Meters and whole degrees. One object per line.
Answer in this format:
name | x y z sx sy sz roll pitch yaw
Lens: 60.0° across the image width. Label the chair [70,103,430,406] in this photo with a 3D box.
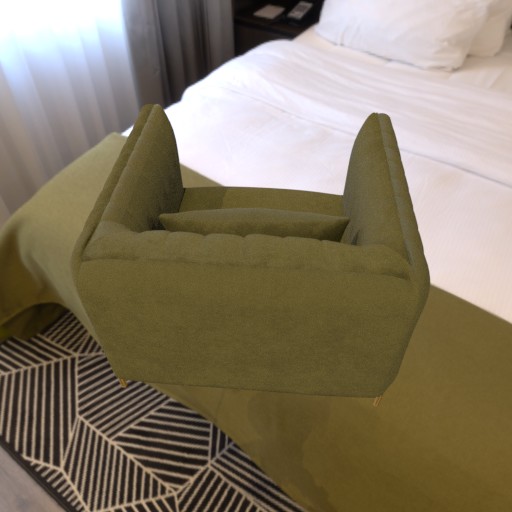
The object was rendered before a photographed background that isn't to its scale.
chair | 0.000 0.000 1.678 1.032 0.794 0.877 3 47 3
